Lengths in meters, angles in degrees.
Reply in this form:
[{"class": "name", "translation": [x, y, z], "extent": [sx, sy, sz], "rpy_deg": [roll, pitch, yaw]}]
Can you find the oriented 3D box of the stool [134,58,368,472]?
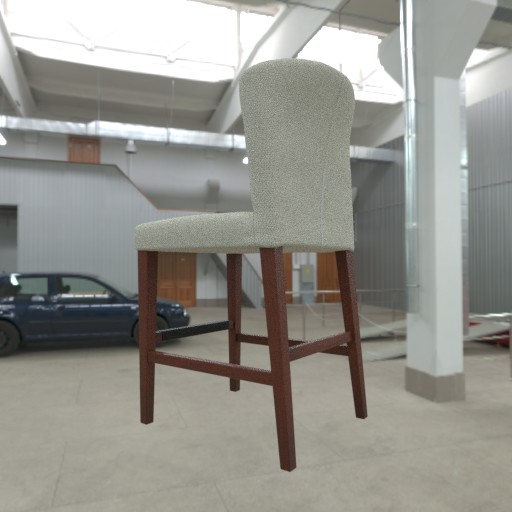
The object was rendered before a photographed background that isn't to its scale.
[{"class": "stool", "translation": [0.000, 0.000, 1.317], "extent": [0.568, 0.969, 0.481], "rpy_deg": [-1, -1, 36]}]
